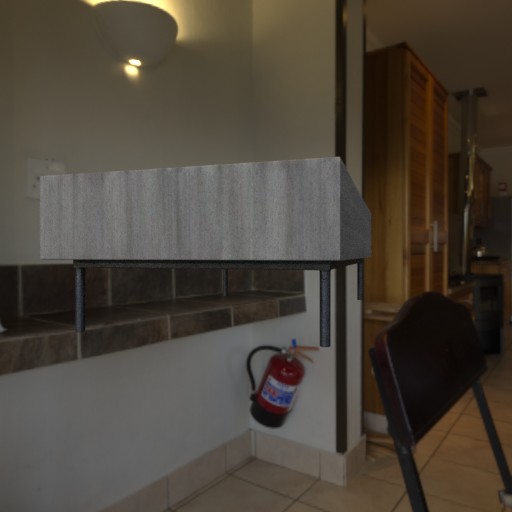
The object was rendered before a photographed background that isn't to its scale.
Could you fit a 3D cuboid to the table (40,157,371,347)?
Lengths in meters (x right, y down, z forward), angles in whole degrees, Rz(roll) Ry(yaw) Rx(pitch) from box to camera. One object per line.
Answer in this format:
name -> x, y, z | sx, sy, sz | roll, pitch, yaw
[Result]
table -> 0.000, 0.000, 1.378 | 0.643, 0.347, 1.088 | 0, 0, 17
